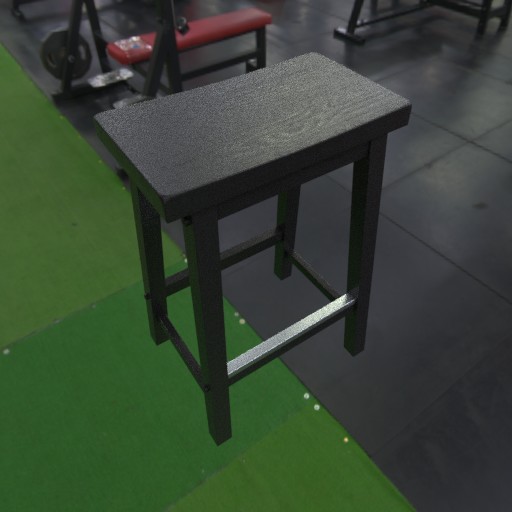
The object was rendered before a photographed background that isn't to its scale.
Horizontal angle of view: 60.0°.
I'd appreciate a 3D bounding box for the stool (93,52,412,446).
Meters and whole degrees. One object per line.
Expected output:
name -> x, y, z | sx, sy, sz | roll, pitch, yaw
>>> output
stool -> 0.000, 0.000, 0.855 | 0.406, 0.610, 0.322 | -26, 51, -23
